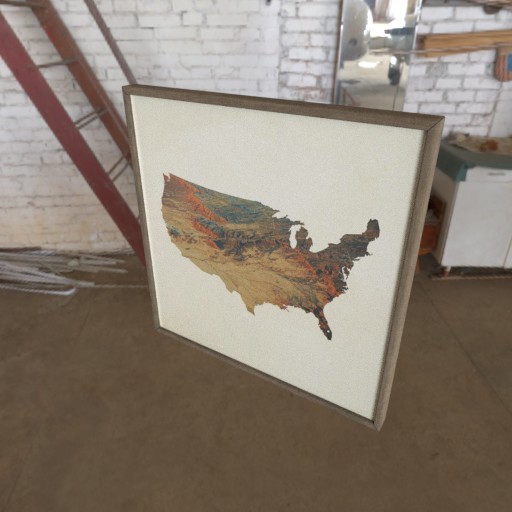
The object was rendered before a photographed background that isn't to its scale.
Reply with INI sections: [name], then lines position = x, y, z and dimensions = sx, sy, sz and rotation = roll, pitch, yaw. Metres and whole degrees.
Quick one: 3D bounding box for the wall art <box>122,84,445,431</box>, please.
[wall art]
position = 0.000, 0.000, 1.108
dimensions = 0.749, 0.751, 0.050
rotation = 17, 33, 28
